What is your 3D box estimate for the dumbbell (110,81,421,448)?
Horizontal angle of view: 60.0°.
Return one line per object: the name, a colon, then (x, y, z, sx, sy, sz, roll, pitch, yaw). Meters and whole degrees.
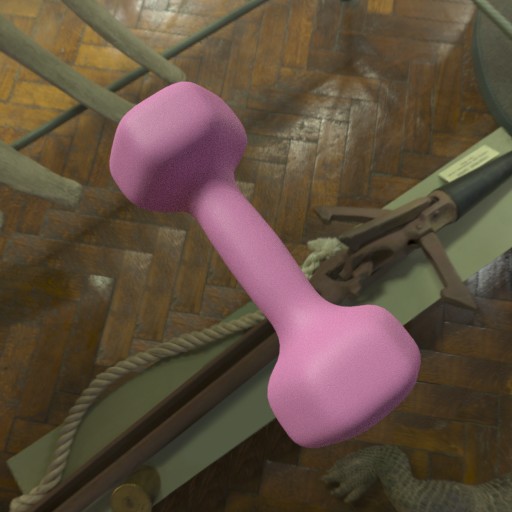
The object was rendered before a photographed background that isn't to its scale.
dumbbell: (0.000, 0.000, 0.189, 0.064, 0.058, 0.159, -34, 78, -8)
